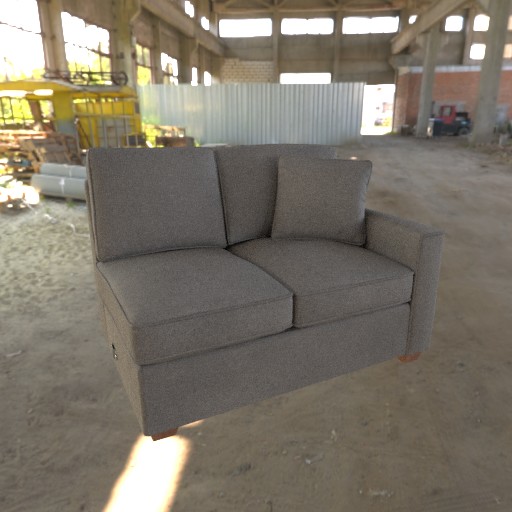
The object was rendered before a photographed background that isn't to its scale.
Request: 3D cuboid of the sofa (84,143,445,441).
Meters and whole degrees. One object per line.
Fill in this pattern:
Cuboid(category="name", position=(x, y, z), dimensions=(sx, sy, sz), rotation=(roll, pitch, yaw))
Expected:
Cuboid(category="sofa", position=(0.000, 0.000, 2.075), dimensions=(1.388, 0.989, 0.991), rotation=(-9, 19, -26))
